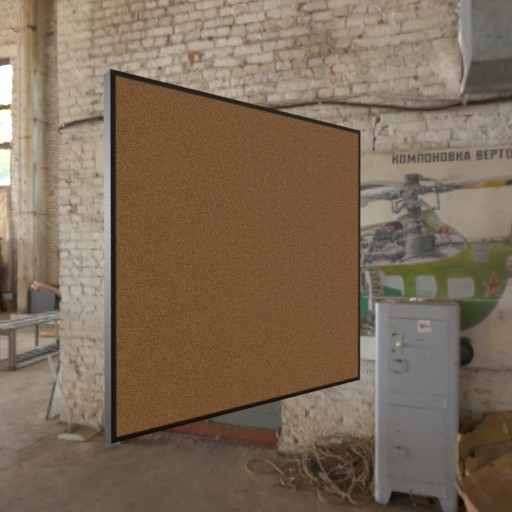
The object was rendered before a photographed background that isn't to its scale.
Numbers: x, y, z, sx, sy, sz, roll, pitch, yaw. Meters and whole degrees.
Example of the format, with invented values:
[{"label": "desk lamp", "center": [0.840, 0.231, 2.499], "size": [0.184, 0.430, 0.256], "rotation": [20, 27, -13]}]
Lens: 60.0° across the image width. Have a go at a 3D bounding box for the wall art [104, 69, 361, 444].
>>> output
[{"label": "wall art", "center": [0.000, 0.000, 0.767], "size": [0.513, 0.511, 0.028], "rotation": [0, 1, -37]}]
